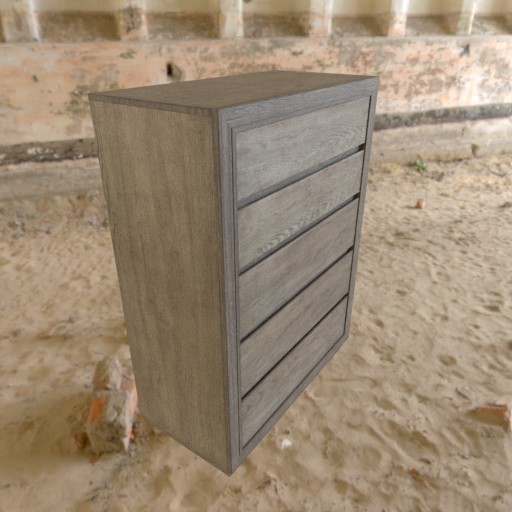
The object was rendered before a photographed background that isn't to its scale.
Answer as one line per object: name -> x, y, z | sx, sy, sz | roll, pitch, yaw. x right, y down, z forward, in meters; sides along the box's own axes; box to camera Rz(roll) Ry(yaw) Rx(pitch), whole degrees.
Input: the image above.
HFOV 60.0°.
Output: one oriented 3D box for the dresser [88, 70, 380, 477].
dresser -> 0.000, 0.000, 1.777 | 0.483, 1.295, 0.967 | 18, 32, 31
